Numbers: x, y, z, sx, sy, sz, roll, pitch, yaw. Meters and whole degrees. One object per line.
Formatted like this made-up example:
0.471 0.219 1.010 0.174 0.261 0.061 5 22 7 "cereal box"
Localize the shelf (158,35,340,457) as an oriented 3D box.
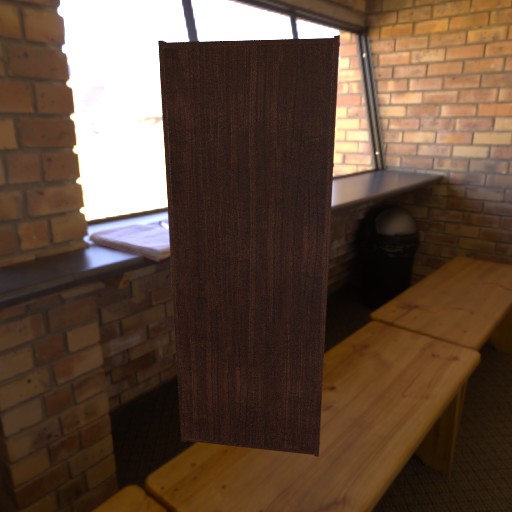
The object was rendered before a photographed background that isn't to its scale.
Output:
0.000 0.000 1.279 0.415 1.099 0.290 3 17 8 "shelf"
